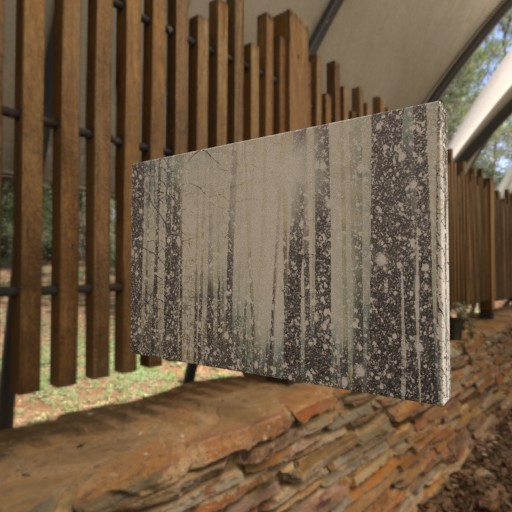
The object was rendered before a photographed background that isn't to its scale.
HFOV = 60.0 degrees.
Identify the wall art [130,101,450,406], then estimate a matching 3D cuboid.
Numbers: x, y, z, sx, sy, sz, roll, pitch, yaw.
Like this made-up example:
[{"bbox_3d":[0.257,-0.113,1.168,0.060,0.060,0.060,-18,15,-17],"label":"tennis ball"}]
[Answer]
[{"bbox_3d":[0.000,0.000,0.769,0.618,0.398,0.042,-1,-2,36],"label":"wall art"}]
